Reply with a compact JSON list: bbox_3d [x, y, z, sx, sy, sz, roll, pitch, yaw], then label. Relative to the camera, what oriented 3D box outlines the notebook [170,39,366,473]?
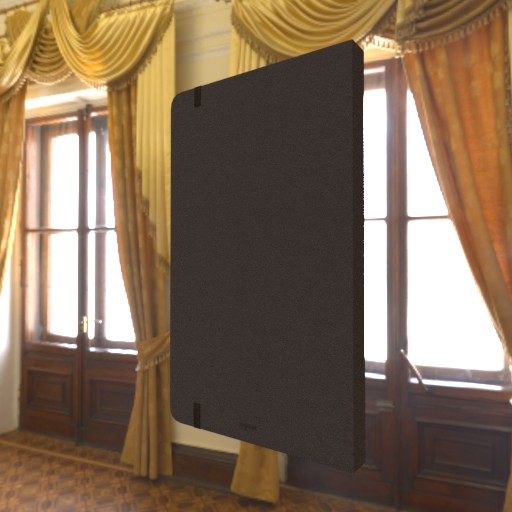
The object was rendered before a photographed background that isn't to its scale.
[{"bbox_3d":[0.000,0.000,0.259,0.127,0.213,0.016,-1,-1,35],"label":"notebook"}]
